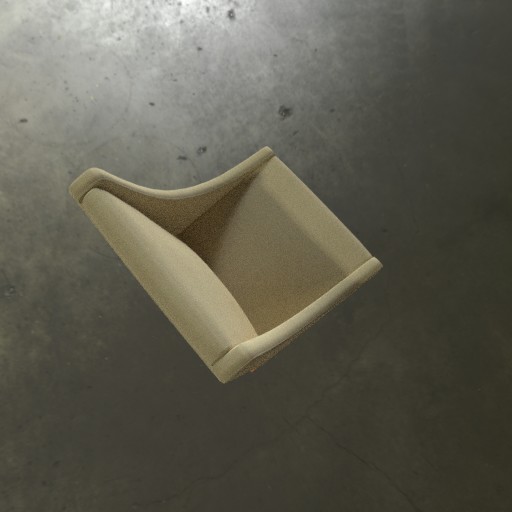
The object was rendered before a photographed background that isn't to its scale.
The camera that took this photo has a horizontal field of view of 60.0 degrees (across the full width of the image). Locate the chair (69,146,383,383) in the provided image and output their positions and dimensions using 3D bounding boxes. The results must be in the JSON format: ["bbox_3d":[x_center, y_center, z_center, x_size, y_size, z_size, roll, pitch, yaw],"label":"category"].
[{"bbox_3d":[0.000,0.000,1.406,0.611,1.021,0.575,-39,77,-10],"label":"chair"}]
